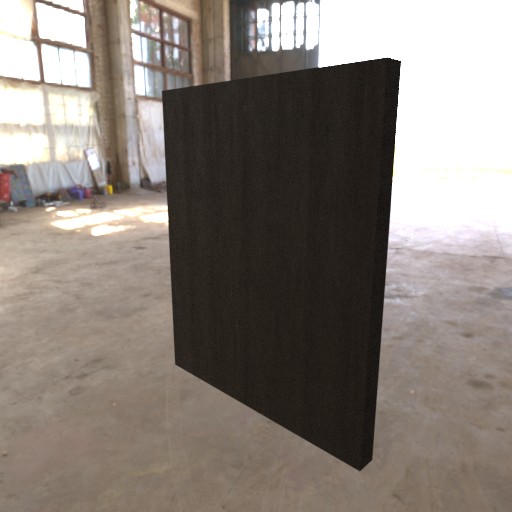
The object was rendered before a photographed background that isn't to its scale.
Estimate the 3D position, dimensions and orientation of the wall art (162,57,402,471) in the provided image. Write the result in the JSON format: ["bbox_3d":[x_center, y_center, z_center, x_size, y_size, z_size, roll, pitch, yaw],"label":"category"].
[{"bbox_3d":[0.000,0.000,0.738,0.455,0.552,0.034,14,19,43],"label":"wall art"}]
